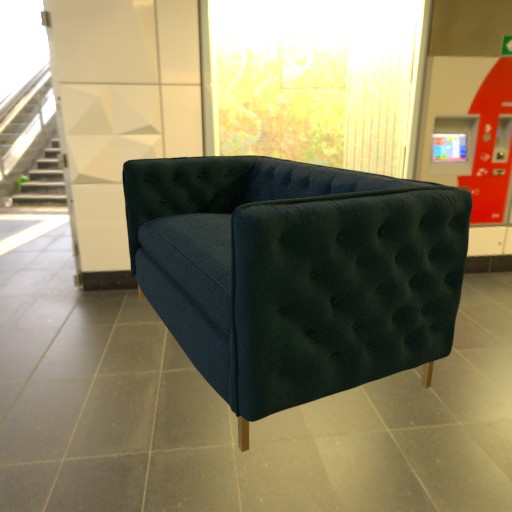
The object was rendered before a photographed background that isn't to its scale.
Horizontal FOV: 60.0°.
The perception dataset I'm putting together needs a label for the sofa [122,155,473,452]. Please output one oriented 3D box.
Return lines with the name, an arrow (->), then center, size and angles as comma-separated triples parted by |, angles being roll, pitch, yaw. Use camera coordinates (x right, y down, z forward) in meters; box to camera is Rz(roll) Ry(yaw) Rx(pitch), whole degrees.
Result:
sofa -> 0.000, 0.000, 2.074 | 0.909, 0.810, 1.583 | -9, 19, -26
